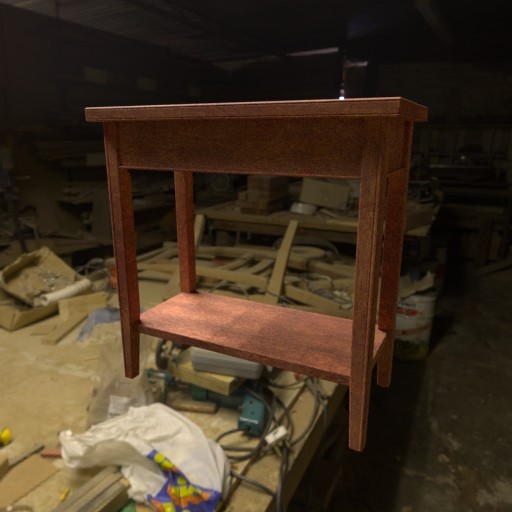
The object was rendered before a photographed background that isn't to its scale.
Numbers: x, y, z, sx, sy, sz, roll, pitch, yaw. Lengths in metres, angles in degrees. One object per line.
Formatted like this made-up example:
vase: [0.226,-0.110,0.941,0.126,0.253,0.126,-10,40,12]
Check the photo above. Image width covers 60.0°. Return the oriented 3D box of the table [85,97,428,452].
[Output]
table: [0.000,0.000,0.960,0.610,0.610,0.305,8,17,26]
